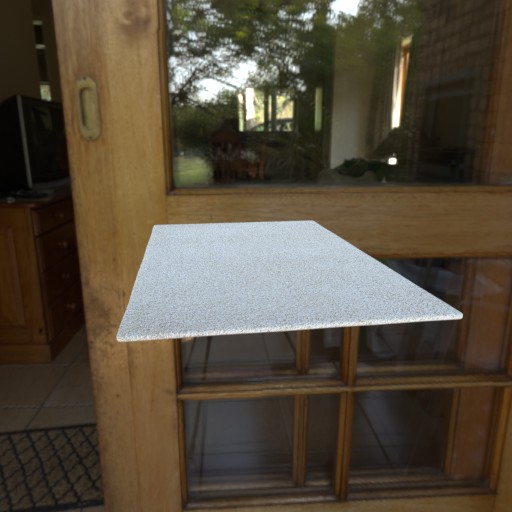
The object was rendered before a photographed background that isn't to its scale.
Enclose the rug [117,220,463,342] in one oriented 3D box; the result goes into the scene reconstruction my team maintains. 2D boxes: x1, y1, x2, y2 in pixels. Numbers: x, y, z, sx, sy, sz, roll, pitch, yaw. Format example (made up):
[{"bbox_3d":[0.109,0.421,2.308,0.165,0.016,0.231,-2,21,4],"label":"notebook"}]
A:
[{"bbox_3d":[0.000,0.000,3.051,1.524,0.030,2.438,-2,15,-9],"label":"rug"}]
